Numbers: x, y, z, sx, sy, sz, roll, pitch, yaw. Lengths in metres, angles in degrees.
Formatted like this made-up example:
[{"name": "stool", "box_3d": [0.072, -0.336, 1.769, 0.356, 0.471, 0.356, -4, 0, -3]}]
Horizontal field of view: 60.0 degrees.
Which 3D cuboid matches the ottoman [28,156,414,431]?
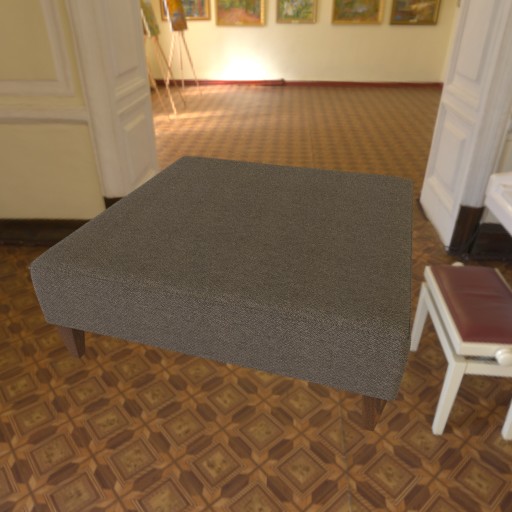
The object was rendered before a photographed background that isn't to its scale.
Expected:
[{"name": "ottoman", "box_3d": [0.000, 0.000, 1.511, 0.981, 0.378, 0.970, 9, 32, 15]}]
